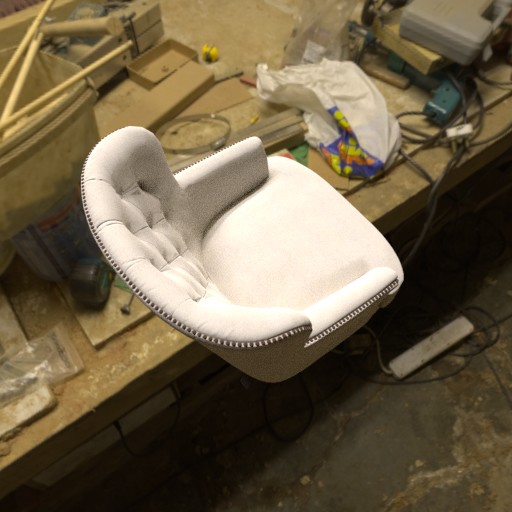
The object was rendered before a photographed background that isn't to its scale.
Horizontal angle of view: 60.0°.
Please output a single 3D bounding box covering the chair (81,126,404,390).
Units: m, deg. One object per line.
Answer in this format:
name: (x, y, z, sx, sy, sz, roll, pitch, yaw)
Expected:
chair: (0.000, 0.000, 1.568, 0.906, 0.868, 0.848, -31, 63, -18)
